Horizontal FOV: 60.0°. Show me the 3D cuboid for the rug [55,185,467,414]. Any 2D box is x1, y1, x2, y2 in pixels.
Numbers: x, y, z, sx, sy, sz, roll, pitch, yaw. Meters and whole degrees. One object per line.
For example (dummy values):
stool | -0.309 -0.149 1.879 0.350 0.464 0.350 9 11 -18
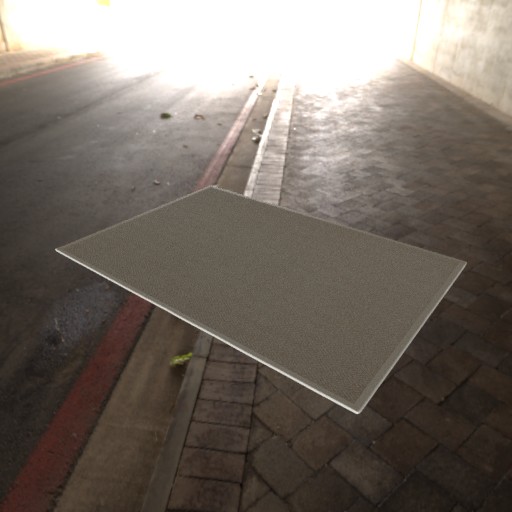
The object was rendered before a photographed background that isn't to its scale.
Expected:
rug | 0.000 0.000 2.911 2.244 0.017 1.532 21 36 32
